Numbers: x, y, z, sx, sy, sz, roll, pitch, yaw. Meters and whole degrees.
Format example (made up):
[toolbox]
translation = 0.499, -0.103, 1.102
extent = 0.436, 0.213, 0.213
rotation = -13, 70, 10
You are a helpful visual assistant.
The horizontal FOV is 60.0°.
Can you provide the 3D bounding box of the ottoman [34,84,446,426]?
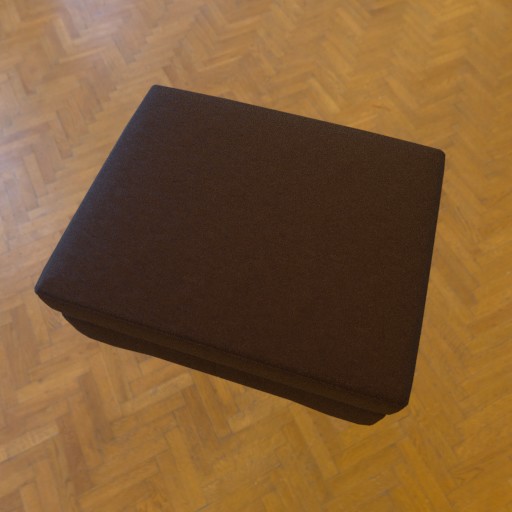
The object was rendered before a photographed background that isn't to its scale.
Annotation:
[ottoman]
translation = 0.000, 0.000, 1.771
extent = 1.187, 0.730, 0.967
rotation = 16, 64, 8
